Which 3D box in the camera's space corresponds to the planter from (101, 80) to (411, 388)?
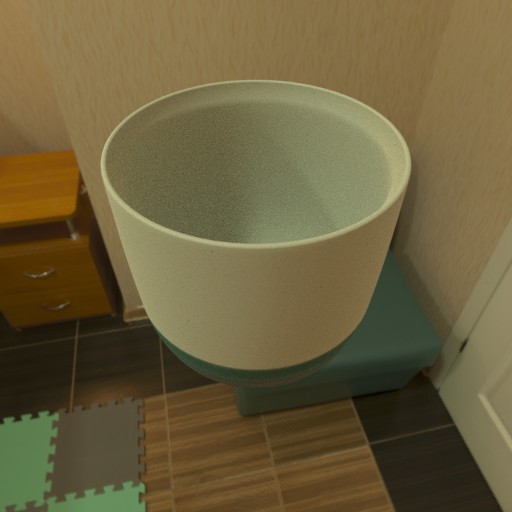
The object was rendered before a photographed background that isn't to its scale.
[{"bbox_3d":[0.000,0.000,0.373,0.204,0.214,0.204,0,45,0],"label":"planter"}]
